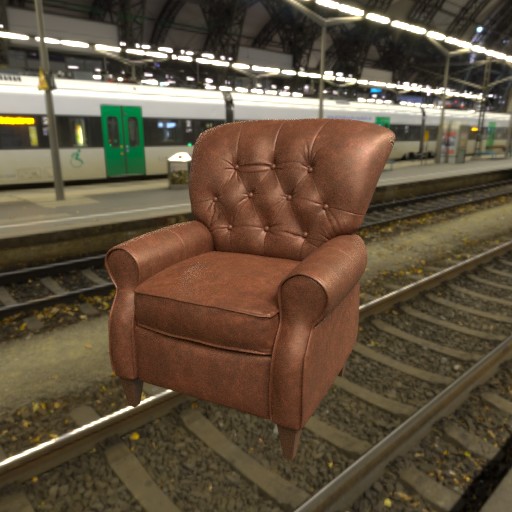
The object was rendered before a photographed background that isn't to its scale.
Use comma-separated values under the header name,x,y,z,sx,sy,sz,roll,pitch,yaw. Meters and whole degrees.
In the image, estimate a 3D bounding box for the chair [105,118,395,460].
name,x,y,z,sx,sy,sz,roll,pitch,yaw
chair,0.000,0.000,1.928,0.979,1.162,1.031,7,17,25
